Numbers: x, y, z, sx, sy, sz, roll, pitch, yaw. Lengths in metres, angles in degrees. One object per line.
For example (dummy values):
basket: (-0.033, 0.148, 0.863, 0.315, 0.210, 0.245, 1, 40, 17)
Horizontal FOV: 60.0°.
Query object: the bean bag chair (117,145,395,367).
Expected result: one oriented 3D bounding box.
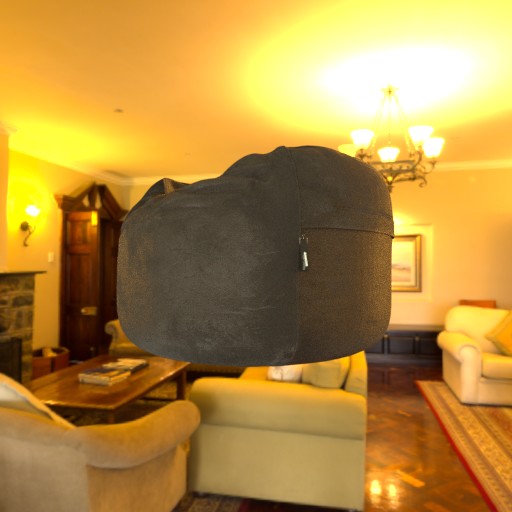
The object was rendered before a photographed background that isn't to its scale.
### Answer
bean bag chair: (0.000, 0.000, 1.527, 0.918, 0.605, 0.918, 0, -1, 0)
